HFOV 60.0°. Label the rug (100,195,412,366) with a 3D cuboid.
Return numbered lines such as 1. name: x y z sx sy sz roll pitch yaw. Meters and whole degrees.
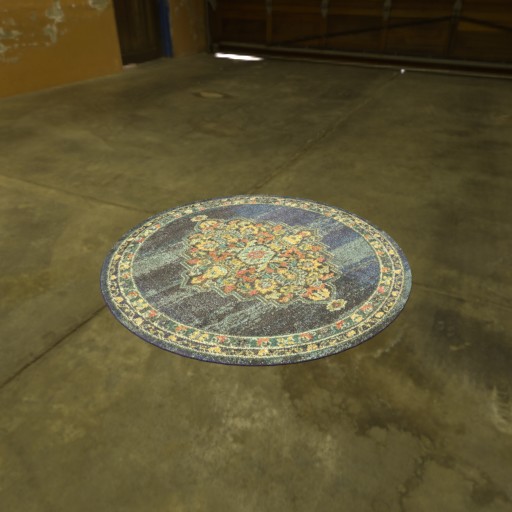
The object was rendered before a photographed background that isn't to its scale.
1. rug: 0.000 0.000 2.357 1.591 0.010 1.591 0 32 0
